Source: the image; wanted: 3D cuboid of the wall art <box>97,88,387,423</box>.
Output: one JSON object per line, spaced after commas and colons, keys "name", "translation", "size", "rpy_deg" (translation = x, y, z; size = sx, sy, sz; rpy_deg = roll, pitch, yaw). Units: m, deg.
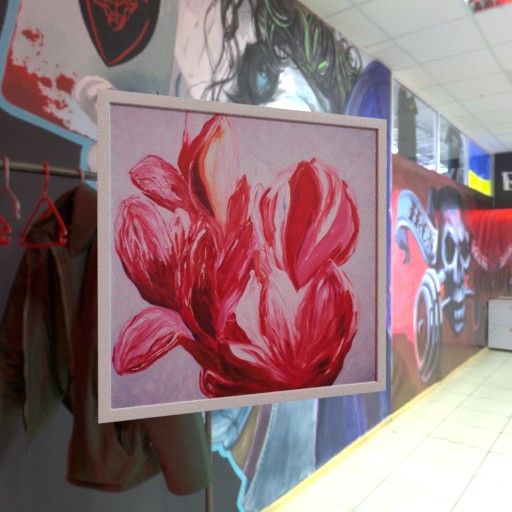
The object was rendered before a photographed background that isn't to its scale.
{"name": "wall art", "translation": [0.000, 0.000, 1.198], "size": [0.805, 0.803, 0.022], "rpy_deg": [0, 1, -18]}
